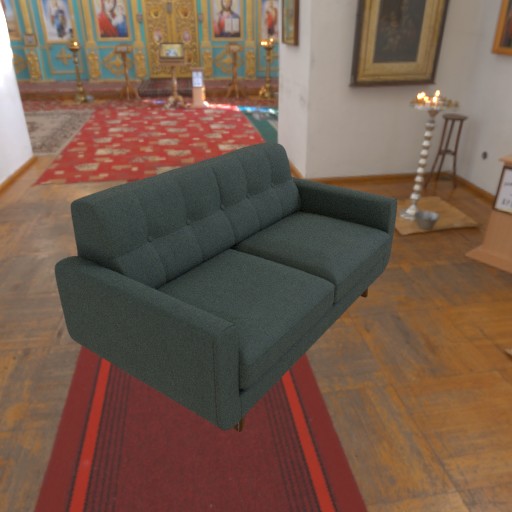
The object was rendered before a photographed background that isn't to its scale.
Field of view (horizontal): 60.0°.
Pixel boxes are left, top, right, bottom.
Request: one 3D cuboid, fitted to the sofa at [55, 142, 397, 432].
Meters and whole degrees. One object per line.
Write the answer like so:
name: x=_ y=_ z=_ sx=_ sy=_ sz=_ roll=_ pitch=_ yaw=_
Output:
sofa: x=0.000 y=0.000 z=2.243 sx=0.909 sy=0.841 sz=1.631 roll=18 pitch=31 yaw=31
